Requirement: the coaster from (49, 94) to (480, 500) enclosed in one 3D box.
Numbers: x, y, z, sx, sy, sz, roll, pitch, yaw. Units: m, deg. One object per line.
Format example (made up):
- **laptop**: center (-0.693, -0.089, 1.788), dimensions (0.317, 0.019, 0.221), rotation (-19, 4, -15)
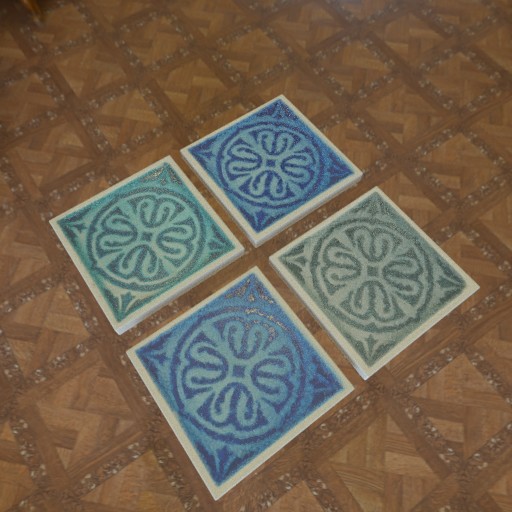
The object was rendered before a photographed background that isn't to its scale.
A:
- **coaster**: center (0.000, 0.000, 0.314), dimensions (0.214, 0.010, 0.219), rotation (-33, 68, -15)
